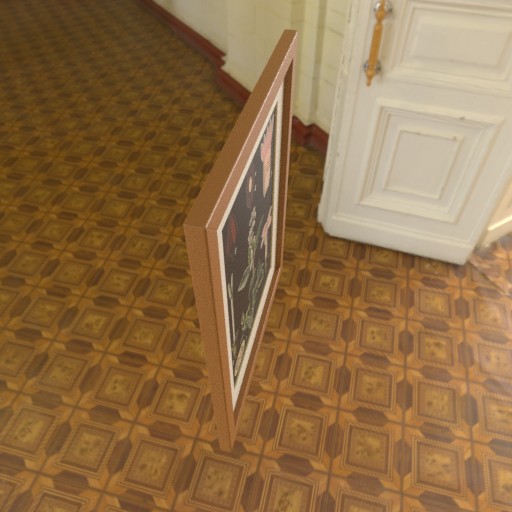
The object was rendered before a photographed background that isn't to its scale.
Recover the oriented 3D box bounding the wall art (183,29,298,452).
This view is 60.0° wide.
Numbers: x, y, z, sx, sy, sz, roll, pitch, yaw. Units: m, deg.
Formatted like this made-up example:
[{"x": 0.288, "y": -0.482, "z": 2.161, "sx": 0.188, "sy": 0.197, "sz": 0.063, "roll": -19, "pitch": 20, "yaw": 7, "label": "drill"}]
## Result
[{"x": 0.000, "y": 0.000, "z": 0.505, "sx": 0.015, "sy": 0.379, "sz": 0.310, "roll": 10, "pitch": 48, "yaw": 9, "label": "wall art"}]
